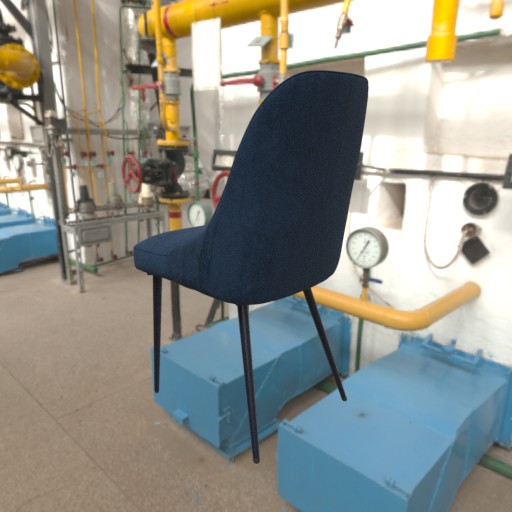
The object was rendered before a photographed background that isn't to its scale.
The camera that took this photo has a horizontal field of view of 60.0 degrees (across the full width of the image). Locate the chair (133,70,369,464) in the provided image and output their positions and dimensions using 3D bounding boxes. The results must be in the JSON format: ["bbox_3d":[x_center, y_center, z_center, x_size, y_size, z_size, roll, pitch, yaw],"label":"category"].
[{"bbox_3d":[0.000,0.000,1.230,0.478,0.896,0.559,-15,21,-43],"label":"chair"}]
